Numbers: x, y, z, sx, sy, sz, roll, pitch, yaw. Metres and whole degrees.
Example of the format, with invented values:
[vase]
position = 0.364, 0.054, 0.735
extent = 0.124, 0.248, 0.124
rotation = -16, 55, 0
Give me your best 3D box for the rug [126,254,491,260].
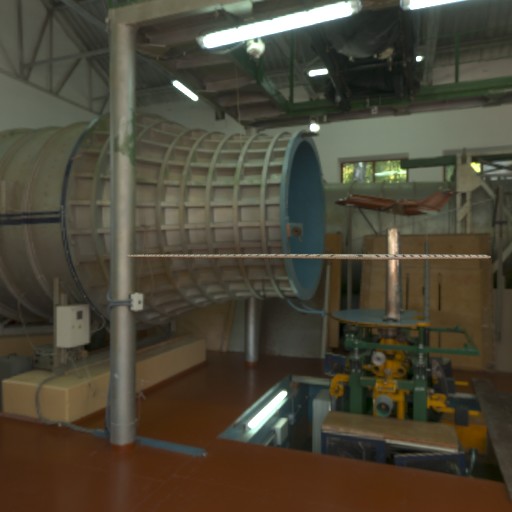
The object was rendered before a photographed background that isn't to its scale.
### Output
[rug]
position = 0.000, 0.000, 2.686
extent = 0.773, 0.020, 2.439
rotation = 0, 0, -35
